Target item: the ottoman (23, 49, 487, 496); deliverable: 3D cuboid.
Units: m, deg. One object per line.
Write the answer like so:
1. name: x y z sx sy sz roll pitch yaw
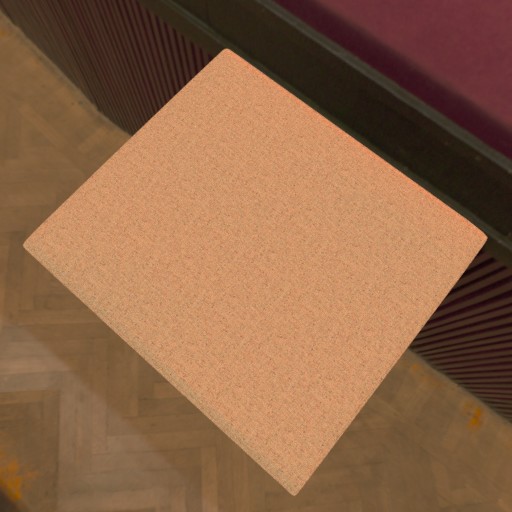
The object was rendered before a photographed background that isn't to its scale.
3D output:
1. ottoman: 0.000 0.000 1.181 0.835 0.303 0.736 39 78 10
